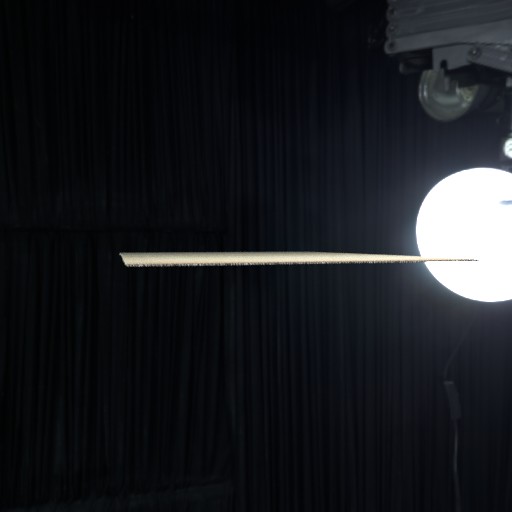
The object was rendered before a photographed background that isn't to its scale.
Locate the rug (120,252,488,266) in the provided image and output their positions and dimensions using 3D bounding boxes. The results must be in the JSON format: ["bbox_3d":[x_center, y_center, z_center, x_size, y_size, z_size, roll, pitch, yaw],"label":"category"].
[{"bbox_3d":[0.000,0.000,3.980,2.315,0.015,2.932,0,2,-18],"label":"rug"}]
